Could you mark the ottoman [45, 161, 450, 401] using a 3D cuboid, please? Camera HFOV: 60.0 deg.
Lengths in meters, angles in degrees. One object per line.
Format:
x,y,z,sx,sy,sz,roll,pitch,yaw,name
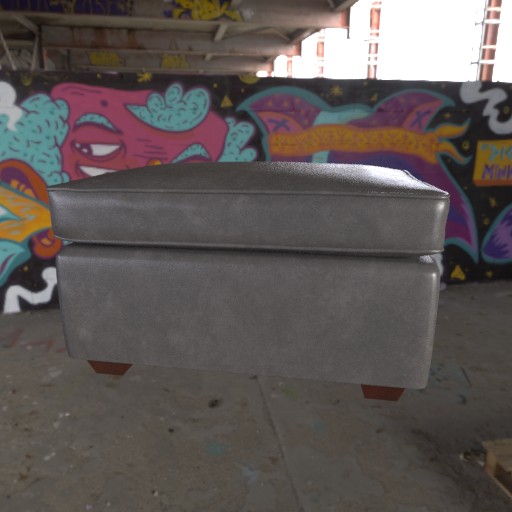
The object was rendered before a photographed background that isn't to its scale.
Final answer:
0.000,0.000,1.084,0.756,0.445,0.554,3,15,9,ottoman
